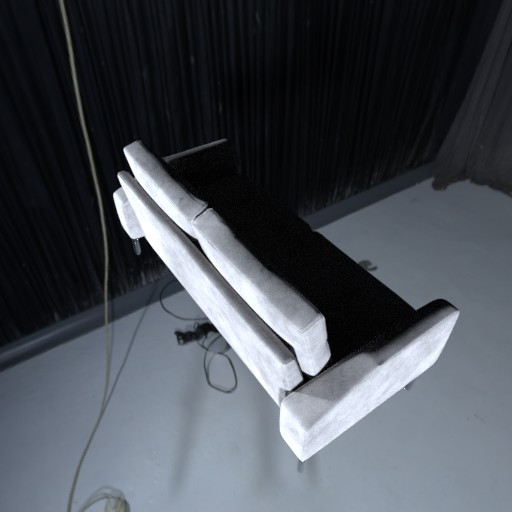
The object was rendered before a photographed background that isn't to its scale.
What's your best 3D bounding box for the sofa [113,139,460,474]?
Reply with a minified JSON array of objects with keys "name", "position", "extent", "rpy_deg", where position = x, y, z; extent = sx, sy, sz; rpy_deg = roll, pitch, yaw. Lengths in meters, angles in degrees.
[{"name":"sofa","position":[0.000,0.000,2.338],"extent":[0.849,0.859,1.837],"rpy_deg":[-25,48,-25]}]
